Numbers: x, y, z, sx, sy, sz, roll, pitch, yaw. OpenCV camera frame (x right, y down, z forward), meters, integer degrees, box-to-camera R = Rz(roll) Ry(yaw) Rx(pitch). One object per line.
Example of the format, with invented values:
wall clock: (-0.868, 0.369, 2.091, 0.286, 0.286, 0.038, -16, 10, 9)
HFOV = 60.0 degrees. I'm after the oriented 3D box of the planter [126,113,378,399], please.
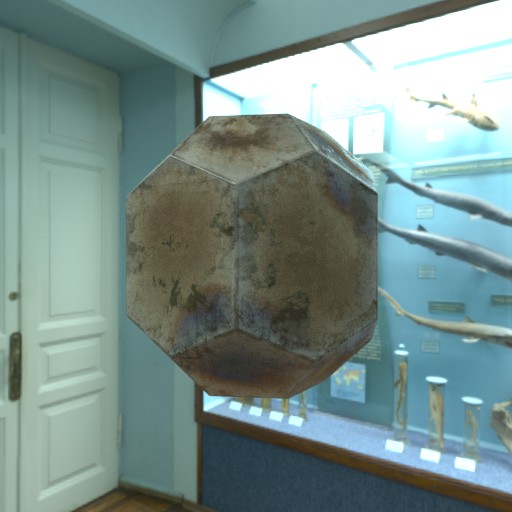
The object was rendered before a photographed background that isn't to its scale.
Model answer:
planter: (0.000, 0.000, 0.429, 0.243, 0.238, 0.221, 0, 0, 36)
